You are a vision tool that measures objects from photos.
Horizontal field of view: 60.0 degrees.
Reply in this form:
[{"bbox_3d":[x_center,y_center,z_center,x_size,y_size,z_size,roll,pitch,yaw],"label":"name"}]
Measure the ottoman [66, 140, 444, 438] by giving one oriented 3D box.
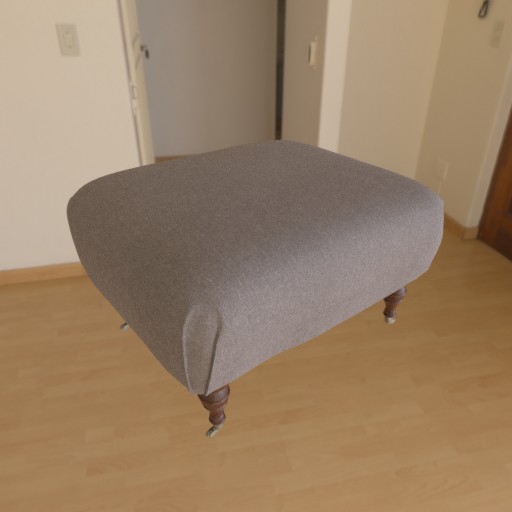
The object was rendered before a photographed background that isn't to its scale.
[{"bbox_3d":[0.000,0.000,1.121,0.747,0.450,0.622,-22,36,-32],"label":"ottoman"}]
